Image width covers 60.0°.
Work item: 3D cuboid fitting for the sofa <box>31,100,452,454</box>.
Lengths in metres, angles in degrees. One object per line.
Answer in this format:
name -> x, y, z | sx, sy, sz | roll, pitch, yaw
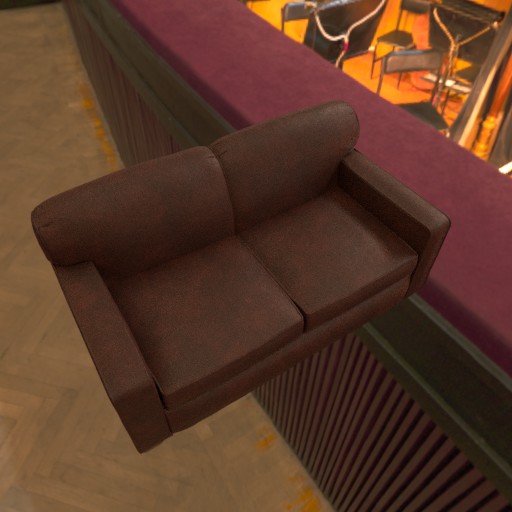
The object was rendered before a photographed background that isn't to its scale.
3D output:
sofa -> 0.000, 0.000, 2.331 | 1.856, 0.966, 1.000 | -25, 52, -21
